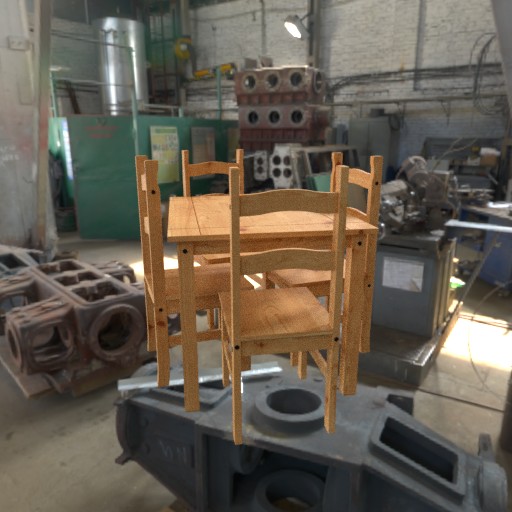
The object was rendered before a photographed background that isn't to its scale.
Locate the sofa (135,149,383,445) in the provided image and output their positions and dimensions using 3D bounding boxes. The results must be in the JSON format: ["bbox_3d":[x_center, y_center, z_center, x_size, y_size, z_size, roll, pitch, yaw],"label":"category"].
[{"bbox_3d":[0.000,0.000,2.253,1.144,1.000,1.529,-3,16,-10],"label":"sofa"}]
